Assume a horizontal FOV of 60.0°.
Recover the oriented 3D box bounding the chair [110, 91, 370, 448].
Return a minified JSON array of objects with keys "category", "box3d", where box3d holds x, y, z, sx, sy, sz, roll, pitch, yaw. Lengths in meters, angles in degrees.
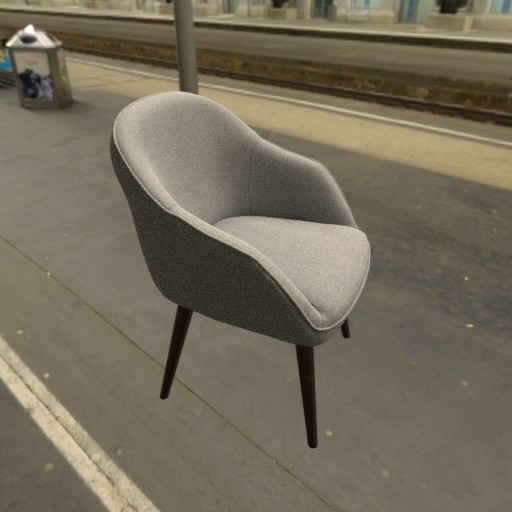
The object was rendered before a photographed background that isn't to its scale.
[{"category":"chair","box3d":[0.000,0.000,1.237,0.611,0.810,0.589,11,33,18]}]
